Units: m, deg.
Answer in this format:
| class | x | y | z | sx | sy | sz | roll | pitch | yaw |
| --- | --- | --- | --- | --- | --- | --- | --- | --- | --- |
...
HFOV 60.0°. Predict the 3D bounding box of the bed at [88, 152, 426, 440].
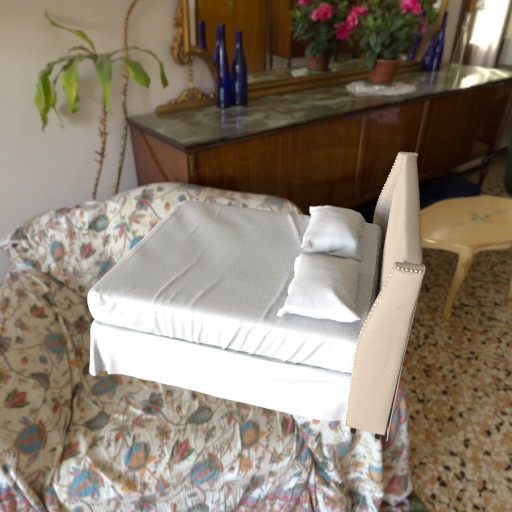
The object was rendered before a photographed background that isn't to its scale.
| class | x | y | z | sx | sy | sz | roll | pitch | yaw |
| --- | --- | --- | --- | --- | --- | --- | --- | --- | --- |
| bed | 0.000 | 0.000 | 3.516 | 2.276 | 1.332 | 1.925 | 9 | 32 | 14 |
